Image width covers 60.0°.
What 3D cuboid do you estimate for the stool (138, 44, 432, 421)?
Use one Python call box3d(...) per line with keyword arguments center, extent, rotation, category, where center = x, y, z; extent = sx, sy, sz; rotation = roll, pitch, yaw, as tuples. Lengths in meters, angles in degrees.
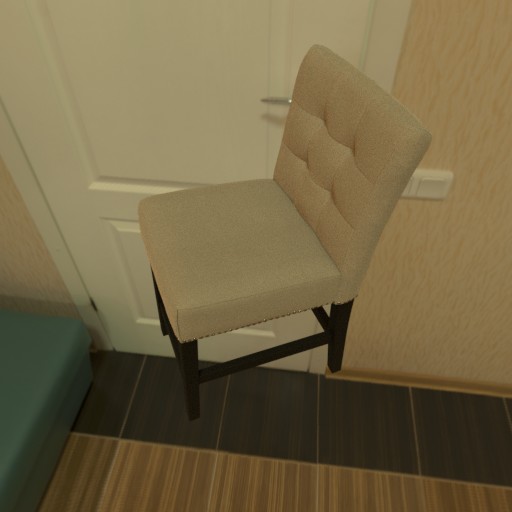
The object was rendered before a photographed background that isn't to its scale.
box3d(center=(0.000, 0.000, 1.184), extent=(0.571, 0.885, 0.427), rotation=(-17, 49, -15), category="stool")
